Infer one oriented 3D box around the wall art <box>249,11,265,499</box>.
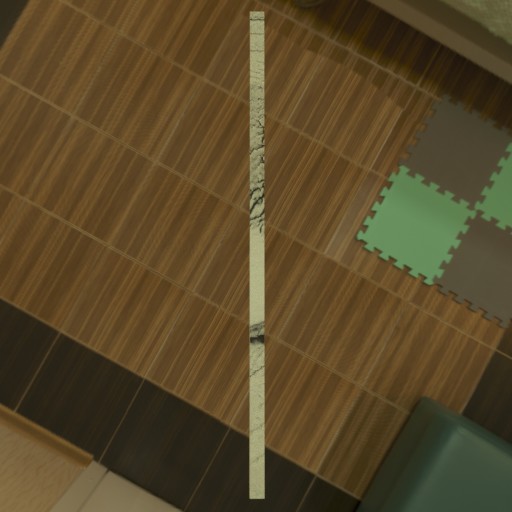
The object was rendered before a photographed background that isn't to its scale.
[{"bbox_3d":[0.000,0.000,1.416,0.035,0.758,1.141,0,88,0],"label":"wall art"}]
